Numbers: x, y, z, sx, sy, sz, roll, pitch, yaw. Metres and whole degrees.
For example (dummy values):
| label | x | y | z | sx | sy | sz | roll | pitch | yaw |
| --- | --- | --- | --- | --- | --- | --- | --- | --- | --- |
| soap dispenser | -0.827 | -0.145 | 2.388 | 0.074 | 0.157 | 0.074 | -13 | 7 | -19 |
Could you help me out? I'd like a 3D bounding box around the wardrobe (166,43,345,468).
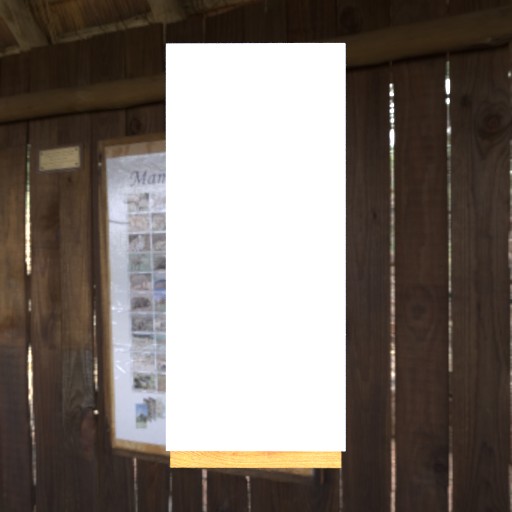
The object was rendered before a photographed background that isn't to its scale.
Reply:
| label | x | y | z | sx | sy | sz | roll | pitch | yaw |
| --- | --- | --- | --- | --- | --- | --- | --- | --- | --- |
| wardrobe | 0.000 | 0.000 | 2.428 | 0.860 | 2.040 | 0.600 | 0 | 0 | 0 |
